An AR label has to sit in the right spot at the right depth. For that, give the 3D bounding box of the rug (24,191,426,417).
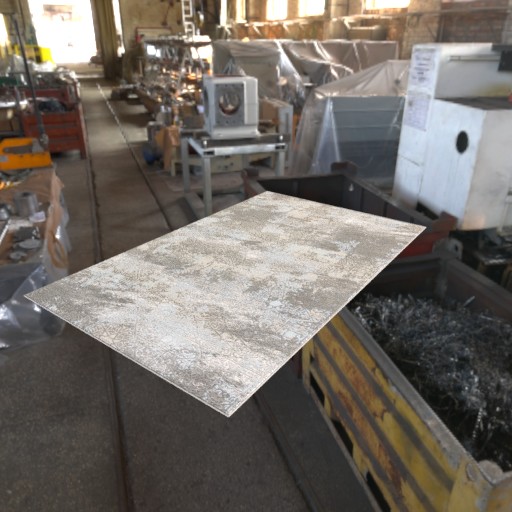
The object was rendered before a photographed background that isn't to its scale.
[{"bbox_3d":[0.000,0.000,3.023,1.536,0.012,2.431,18,31,32],"label":"rug"}]
